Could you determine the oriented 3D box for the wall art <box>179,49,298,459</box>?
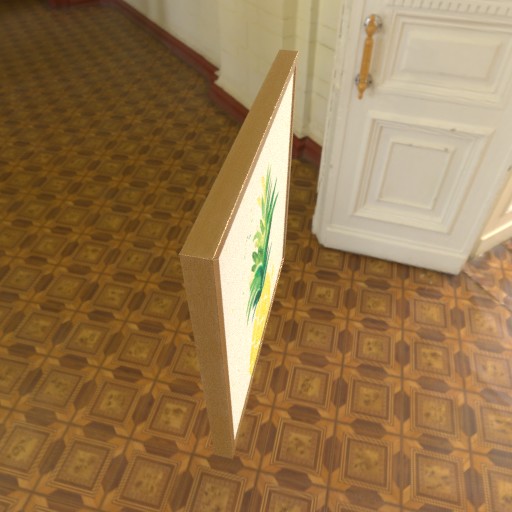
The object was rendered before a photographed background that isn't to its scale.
[{"bbox_3d":[0.000,0.000,0.775,0.033,0.509,0.510,9,47,9],"label":"wall art"}]
